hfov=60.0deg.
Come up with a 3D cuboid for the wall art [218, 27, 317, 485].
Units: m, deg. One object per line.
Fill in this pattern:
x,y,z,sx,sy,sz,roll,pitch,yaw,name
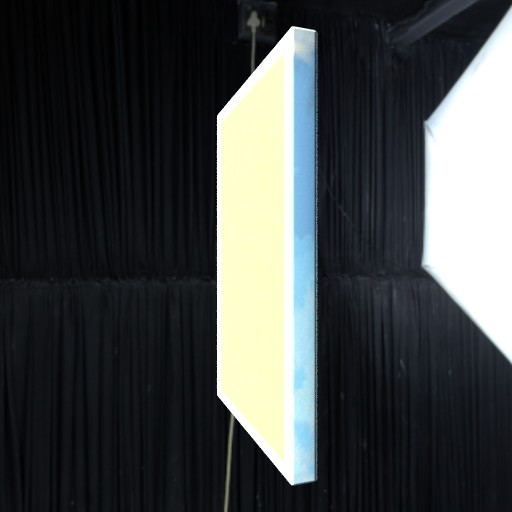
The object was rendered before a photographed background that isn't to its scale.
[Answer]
0.000,0.000,0.782,0.038,0.610,0.401,0,0,-19,wall art
